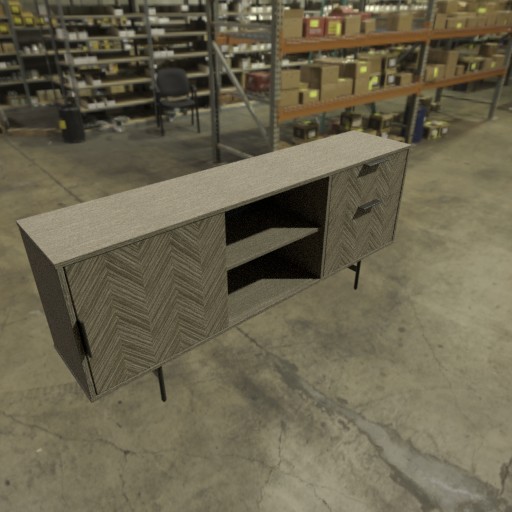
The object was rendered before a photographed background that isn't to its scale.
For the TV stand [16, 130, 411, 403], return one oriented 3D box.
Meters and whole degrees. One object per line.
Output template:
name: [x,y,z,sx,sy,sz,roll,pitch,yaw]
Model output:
TV stand: [0.000,0.000,2.079,1.804,0.787,0.405,-23,38,-34]
